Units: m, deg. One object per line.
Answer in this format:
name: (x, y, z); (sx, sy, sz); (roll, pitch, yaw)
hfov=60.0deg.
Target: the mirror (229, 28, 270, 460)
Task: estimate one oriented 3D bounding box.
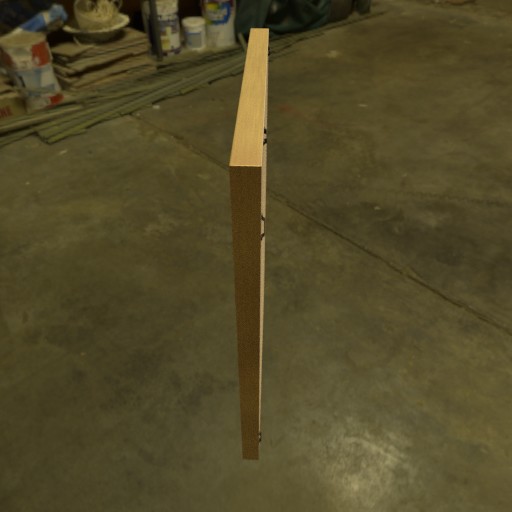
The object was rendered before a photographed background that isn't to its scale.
mirror: (0.000, 0.000, 0.893); (0.039, 0.710, 0.507); (1, 42, 2)
